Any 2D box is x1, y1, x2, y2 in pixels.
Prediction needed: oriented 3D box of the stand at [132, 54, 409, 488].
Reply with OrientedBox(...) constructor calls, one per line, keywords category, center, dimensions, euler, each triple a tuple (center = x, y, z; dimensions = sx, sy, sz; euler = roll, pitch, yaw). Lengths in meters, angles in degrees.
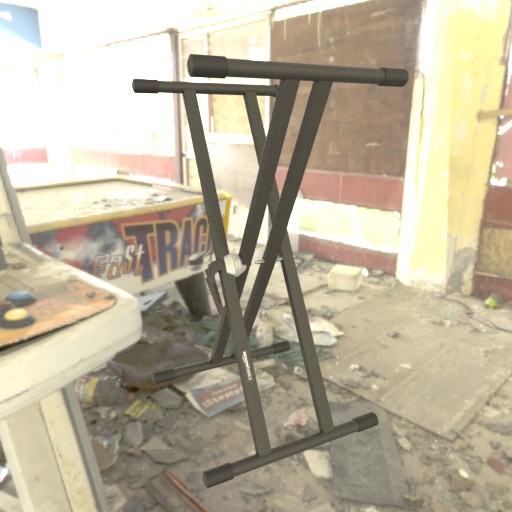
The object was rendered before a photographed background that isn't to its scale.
OrientedBox(category="stand", center=(0.000, 0.000, 1.180), dimensions=(0.495, 0.900, 0.503), euler=(-8, 18, -25))
